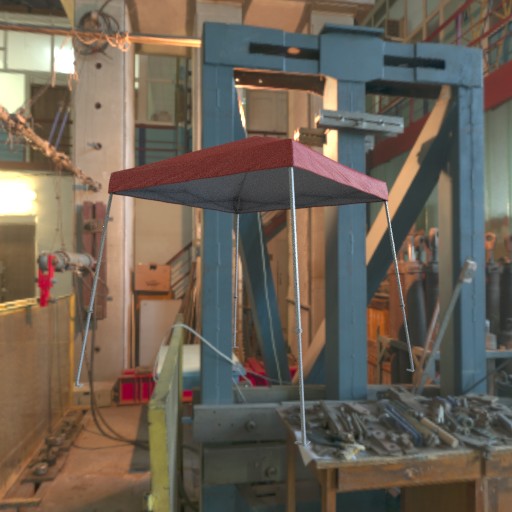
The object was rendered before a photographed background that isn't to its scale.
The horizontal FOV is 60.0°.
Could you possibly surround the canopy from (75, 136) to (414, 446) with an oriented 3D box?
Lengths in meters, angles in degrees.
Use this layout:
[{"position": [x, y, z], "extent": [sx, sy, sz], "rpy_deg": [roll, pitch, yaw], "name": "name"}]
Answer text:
[{"position": [0.000, 0.000, 6.603], "extent": [3.599, 3.600, 3.600], "rpy_deg": [-1, -2, 35], "name": "canopy"}]
